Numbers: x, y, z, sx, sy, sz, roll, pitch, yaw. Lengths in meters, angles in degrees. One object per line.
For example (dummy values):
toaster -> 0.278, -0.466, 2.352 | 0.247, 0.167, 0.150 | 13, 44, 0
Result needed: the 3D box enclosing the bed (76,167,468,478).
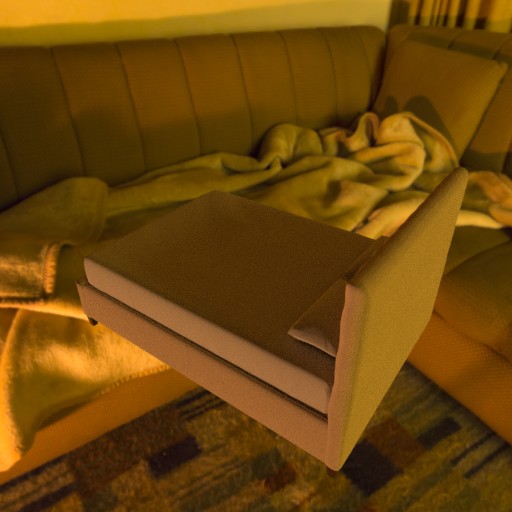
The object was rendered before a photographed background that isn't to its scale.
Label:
bed -> 0.000, 0.000, 3.386 | 2.387, 1.427, 1.698 | 22, 39, 30
